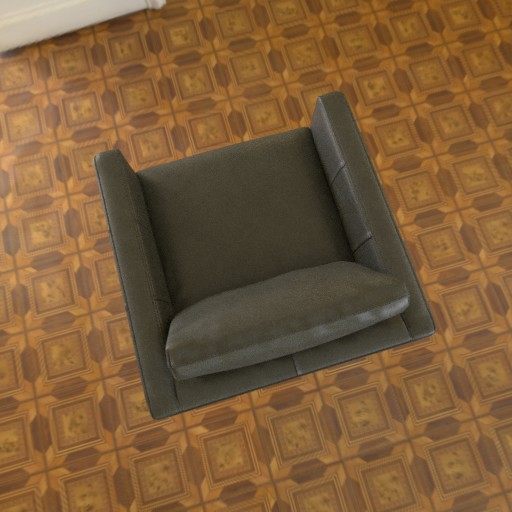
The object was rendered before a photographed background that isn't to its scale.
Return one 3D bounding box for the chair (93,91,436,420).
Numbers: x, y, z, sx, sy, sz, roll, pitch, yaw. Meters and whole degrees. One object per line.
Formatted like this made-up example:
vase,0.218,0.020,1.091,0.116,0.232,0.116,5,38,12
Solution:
chair,0.000,0.000,1.532,0.967,0.824,0.861,-16,76,-4
